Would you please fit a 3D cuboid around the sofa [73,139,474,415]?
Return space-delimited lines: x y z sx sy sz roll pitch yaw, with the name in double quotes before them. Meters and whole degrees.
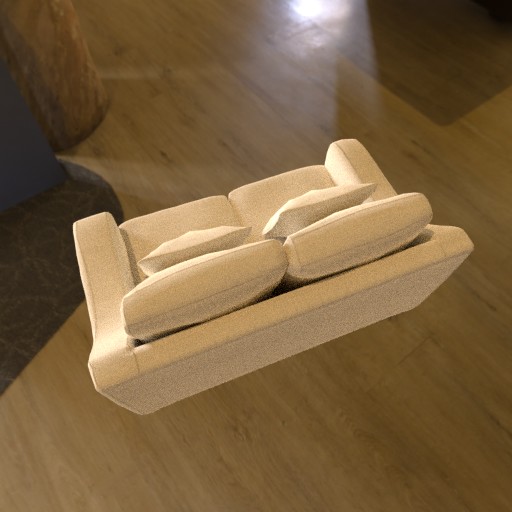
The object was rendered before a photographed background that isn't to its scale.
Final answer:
"sofa" 0.000 0.000 2.339 1.744 1.047 1.040 -19 61 -11
